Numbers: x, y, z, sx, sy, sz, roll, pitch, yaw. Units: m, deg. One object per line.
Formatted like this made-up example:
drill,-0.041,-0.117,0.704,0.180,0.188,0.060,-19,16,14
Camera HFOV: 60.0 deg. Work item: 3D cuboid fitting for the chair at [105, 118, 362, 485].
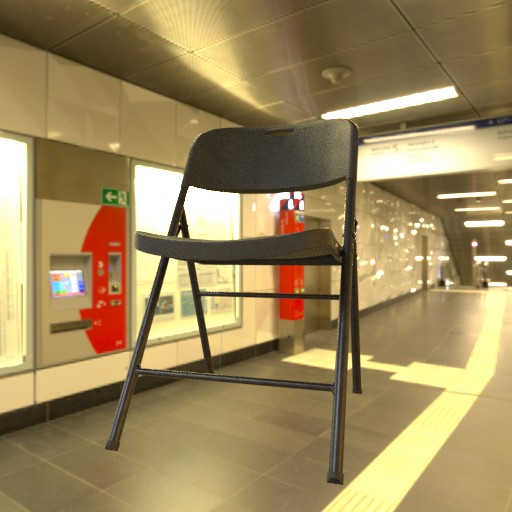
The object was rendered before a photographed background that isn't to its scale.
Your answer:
chair,0.000,0.000,1.118,0.494,0.810,0.566,0,0,17
